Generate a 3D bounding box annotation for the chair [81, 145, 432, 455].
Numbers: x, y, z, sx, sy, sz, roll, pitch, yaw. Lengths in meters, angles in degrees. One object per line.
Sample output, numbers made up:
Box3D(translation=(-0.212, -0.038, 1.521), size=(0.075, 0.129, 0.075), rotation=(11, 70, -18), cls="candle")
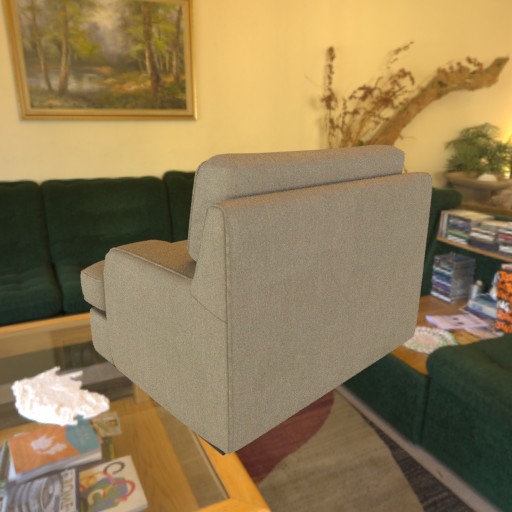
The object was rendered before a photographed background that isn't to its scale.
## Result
Box3D(translation=(0.000, 0.000, 2.010), size=(1.270, 0.974, 1.043), rotation=(-15, 22, -41), cls="chair")
